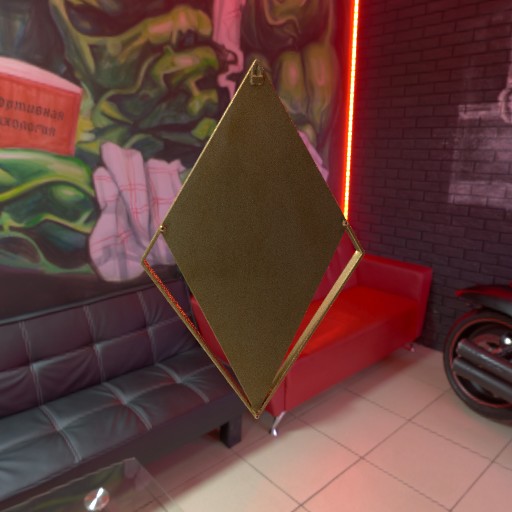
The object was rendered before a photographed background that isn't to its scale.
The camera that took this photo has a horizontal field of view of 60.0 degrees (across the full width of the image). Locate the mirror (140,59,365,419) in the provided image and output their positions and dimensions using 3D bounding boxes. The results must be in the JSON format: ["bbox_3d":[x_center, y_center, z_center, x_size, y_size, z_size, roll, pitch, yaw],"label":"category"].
[{"bbox_3d":[0.000,0.000,0.828,0.419,0.679,0.032,-2,15,-9],"label":"mirror"}]
